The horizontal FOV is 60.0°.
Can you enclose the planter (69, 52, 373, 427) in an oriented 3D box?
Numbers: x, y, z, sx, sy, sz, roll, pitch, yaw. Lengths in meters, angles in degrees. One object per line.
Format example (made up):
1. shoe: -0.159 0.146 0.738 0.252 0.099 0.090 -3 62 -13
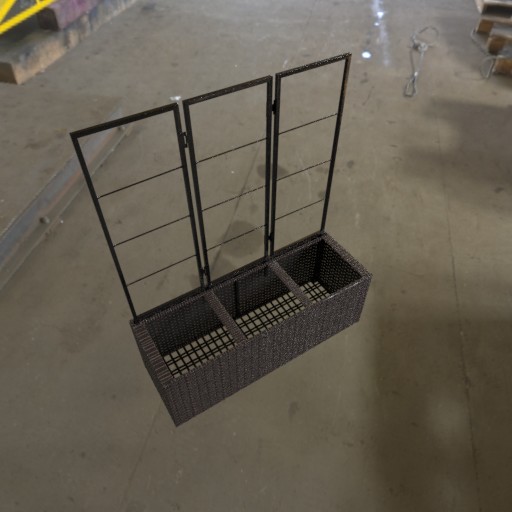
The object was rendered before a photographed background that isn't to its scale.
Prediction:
1. planter: 0.000 0.000 1.175 0.699 0.841 0.244 -25 51 -22
